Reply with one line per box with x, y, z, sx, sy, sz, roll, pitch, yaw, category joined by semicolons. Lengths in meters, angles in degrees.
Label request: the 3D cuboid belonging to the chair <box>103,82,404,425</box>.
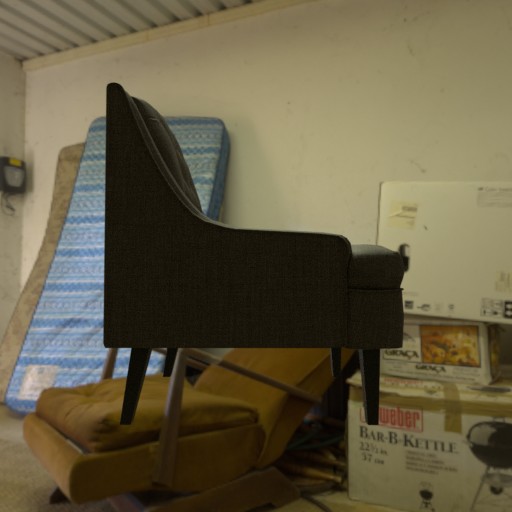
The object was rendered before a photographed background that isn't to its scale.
0.000;0.000;1.431;0.771;0.891;0.655;0;-2;0;chair
